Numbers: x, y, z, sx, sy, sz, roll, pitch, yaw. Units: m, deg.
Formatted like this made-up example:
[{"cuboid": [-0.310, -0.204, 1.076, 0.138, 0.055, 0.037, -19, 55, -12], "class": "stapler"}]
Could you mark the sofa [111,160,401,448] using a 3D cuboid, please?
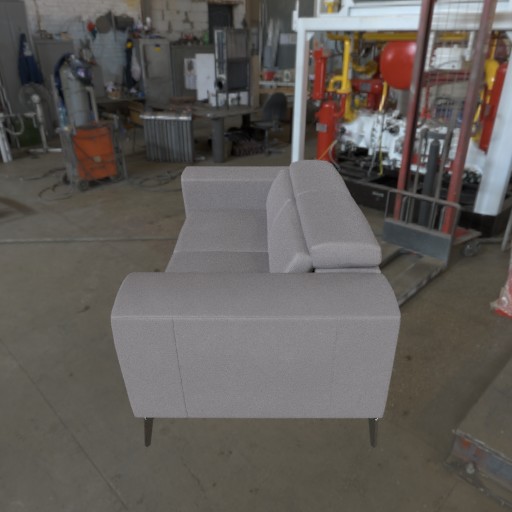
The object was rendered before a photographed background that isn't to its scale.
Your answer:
[{"cuboid": [0.000, 0.000, 2.412, 1.003, 0.779, 1.895, 0, 26, 0], "class": "sofa"}]
